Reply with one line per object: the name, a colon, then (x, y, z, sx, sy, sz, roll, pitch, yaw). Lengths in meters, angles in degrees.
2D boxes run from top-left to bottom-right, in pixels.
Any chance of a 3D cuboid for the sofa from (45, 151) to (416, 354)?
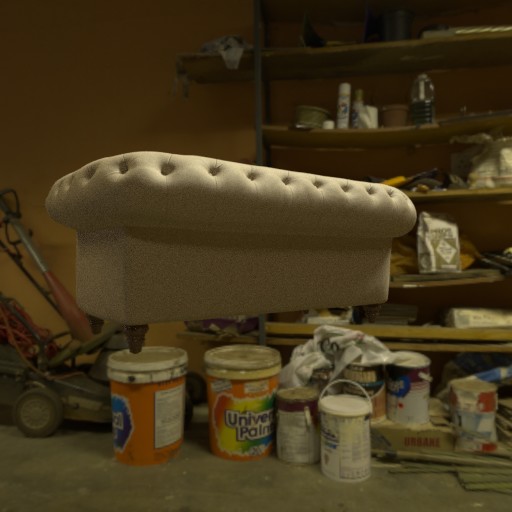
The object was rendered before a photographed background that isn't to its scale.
sofa: (0.000, 0.000, 2.459, 1.988, 0.835, 1.069, 0, 0, -36)
